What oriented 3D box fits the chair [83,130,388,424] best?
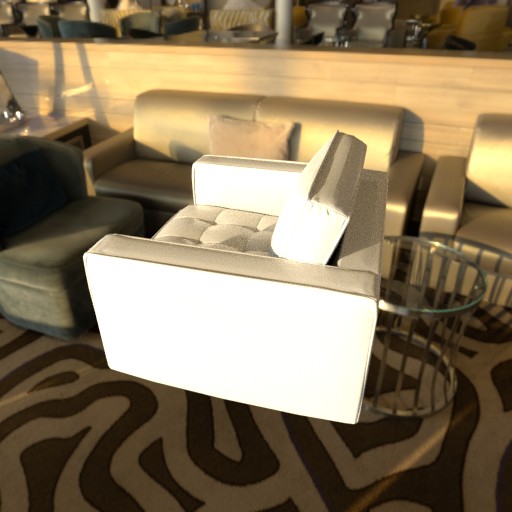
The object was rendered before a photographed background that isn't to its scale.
[{"bbox_3d":[0.000,0.000,1.567,0.843,0.773,0.928,8,32,14],"label":"chair"}]
